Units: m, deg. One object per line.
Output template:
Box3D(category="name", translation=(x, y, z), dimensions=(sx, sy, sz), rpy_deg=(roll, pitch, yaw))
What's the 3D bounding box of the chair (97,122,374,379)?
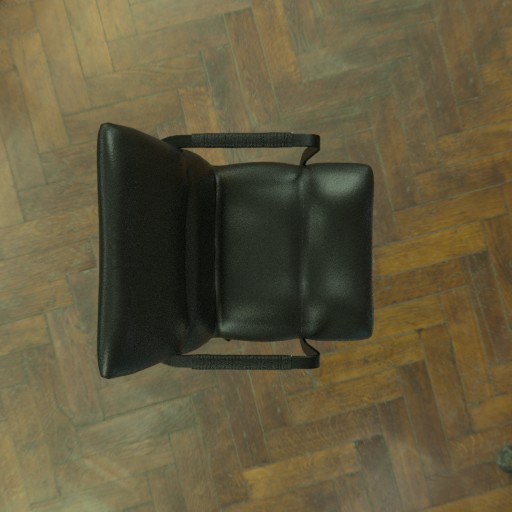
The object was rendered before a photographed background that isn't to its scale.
Box3D(category="chair", translation=(0.000, 0.000, 1.430), dimensions=(0.748, 0.922, 0.719), rpy_deg=(0, 90, -2))
